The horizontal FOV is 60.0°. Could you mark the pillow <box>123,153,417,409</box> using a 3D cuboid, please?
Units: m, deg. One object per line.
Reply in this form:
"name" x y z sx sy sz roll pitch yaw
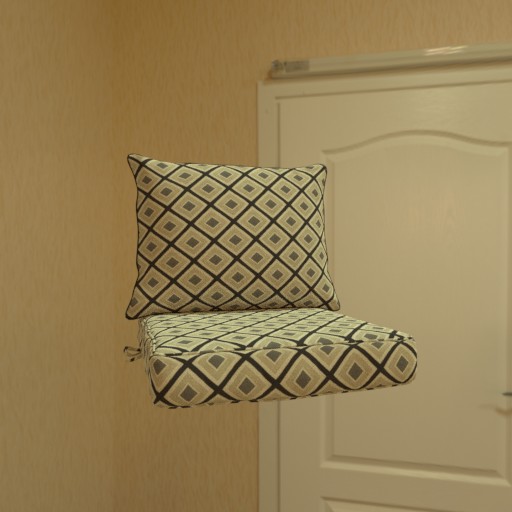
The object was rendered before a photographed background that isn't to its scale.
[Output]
"pillow" 0.000 0.000 1.393 0.798 0.722 0.733 0 1 -17
